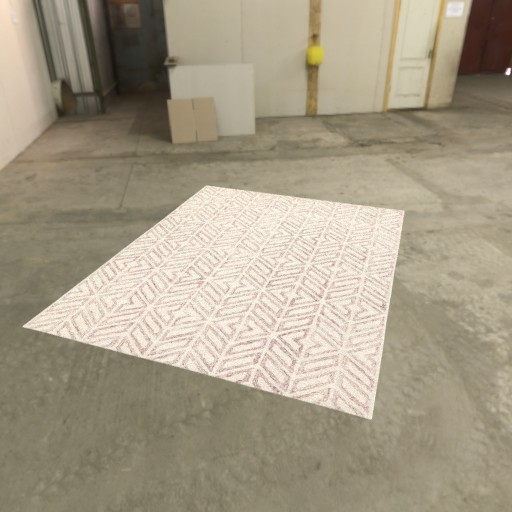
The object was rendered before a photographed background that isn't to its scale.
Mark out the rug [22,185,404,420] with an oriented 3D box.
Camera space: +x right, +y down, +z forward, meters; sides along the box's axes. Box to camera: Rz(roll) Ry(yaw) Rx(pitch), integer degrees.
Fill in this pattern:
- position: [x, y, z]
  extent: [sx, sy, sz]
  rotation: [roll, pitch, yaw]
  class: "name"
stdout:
- position: [0.000, 0.000, 4.025]
  extent: [2.421, 0.008, 3.045]
  rotation: [10, 31, 17]
  class: "rug"
